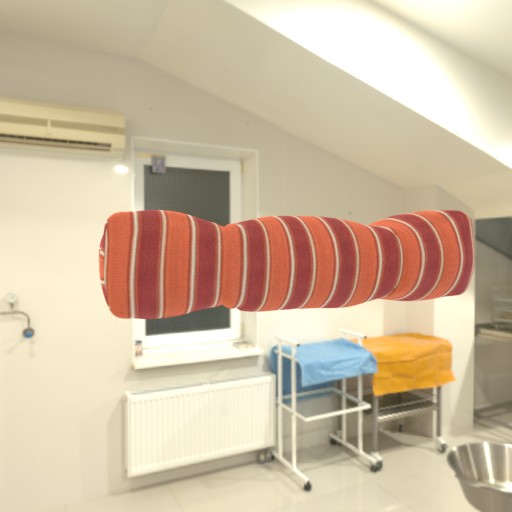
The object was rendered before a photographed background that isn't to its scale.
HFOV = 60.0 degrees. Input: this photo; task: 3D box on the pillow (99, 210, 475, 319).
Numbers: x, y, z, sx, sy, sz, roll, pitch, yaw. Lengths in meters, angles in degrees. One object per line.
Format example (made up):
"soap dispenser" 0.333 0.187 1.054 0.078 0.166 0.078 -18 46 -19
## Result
"pillow" 0.000 0.000 0.733 0.490 0.133 0.468 0 1 -19
